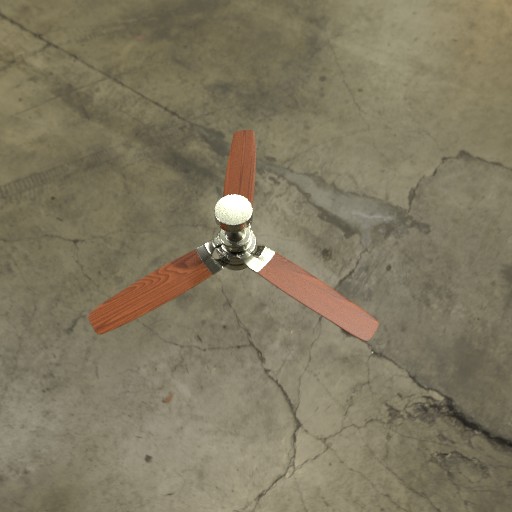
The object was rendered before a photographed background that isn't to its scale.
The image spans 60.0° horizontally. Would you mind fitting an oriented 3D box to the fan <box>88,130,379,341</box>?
[{"bbox_3d":[0.000,0.000,2.090,1.271,0.410,1.416,33,65,17],"label":"fan"}]
